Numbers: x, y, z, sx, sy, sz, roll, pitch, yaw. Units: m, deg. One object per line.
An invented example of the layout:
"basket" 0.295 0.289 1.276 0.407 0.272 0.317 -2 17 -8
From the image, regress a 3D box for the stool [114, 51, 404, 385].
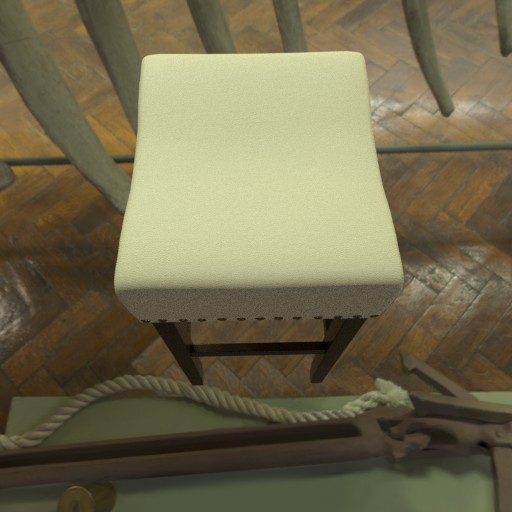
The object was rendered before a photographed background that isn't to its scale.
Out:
"stool" 0.000 0.000 1.029 0.401 0.762 0.471 -1 64 -1
